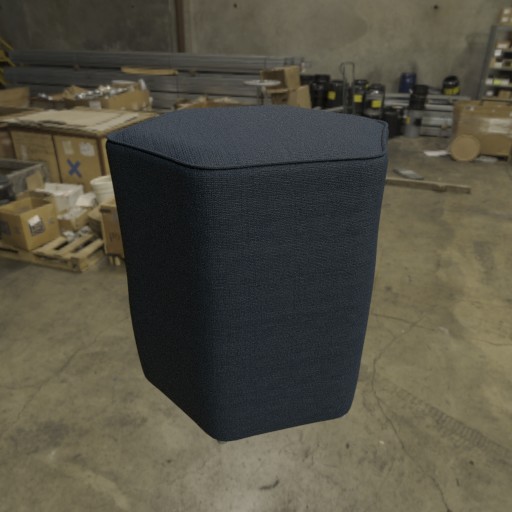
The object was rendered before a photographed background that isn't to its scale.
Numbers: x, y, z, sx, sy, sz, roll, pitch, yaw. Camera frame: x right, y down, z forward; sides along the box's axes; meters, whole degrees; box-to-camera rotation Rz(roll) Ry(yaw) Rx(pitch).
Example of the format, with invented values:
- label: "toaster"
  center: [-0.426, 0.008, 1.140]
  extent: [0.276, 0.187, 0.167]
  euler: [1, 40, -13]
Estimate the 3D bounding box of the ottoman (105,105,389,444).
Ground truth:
- label: "ottoman"
  center: [0.000, 0.000, 0.858]
  extent: [0.454, 0.505, 0.492]
  euler: [9, 28, 17]
